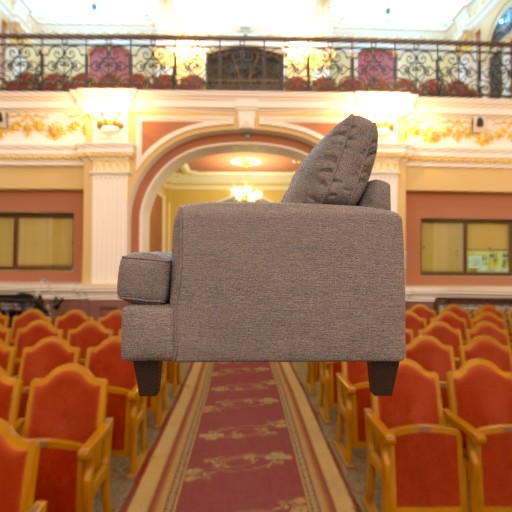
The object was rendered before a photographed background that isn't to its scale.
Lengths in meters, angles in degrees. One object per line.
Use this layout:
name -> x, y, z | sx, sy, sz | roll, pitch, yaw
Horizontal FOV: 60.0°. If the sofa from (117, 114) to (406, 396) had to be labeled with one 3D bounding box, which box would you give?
sofa -> 0.000, 0.000, 2.236 | 0.965, 0.965, 1.651 | 0, -2, -1
